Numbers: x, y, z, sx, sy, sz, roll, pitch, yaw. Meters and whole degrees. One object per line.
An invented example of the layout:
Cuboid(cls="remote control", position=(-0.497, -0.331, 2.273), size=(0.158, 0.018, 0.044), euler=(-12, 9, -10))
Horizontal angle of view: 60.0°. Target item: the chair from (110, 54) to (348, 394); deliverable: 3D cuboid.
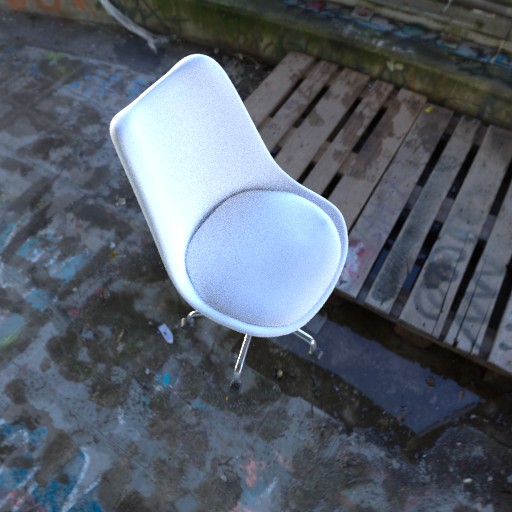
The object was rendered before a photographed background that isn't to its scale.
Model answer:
Cuboid(cls="chair", position=(0.000, 0.000, 1.258), size=(0.550, 0.930, 0.550), euler=(29, 63, 16))
